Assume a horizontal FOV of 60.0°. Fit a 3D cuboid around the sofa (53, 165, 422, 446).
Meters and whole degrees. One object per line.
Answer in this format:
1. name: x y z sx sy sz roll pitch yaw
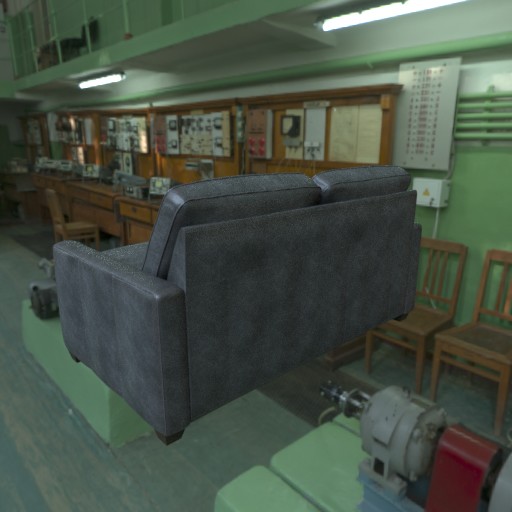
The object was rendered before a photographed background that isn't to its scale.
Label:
1. sofa: 0.000 0.000 2.292 1.732 0.916 0.939 -14 20 -41
